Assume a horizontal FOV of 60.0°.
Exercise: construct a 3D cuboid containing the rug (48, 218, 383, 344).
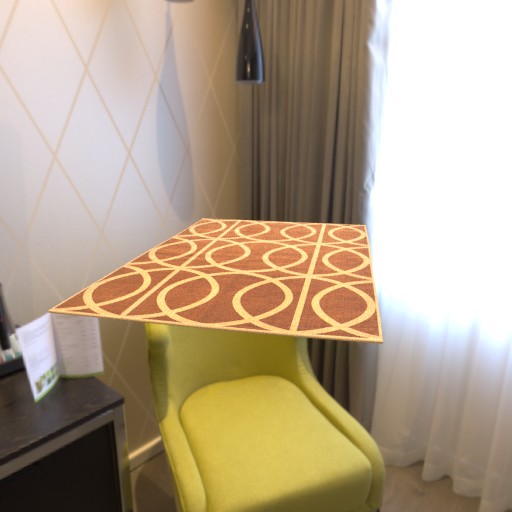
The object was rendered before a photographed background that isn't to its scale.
[{"bbox_3d":[0.000,0.000,2.991,1.526,0.014,2.290,3,16,11],"label":"rug"}]
